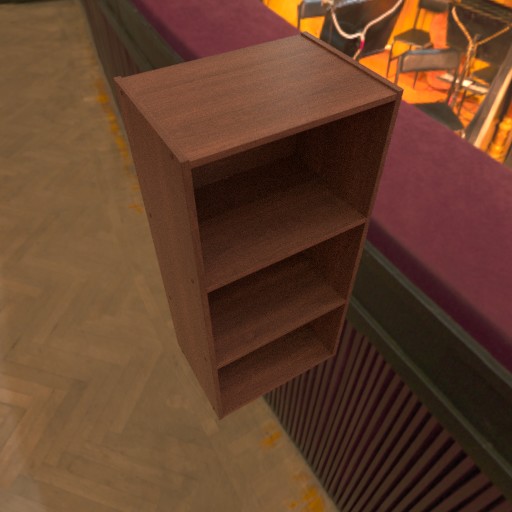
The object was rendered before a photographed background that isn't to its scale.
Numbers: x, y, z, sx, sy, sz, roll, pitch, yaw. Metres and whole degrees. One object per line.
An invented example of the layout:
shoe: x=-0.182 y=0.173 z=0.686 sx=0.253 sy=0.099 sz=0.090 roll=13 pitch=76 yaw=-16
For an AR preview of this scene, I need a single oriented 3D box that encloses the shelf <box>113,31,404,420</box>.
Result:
shelf: x=0.000 y=0.000 z=1.087 sx=0.414 sy=0.879 sz=0.290 roll=-23 pitch=52 yaw=-20
